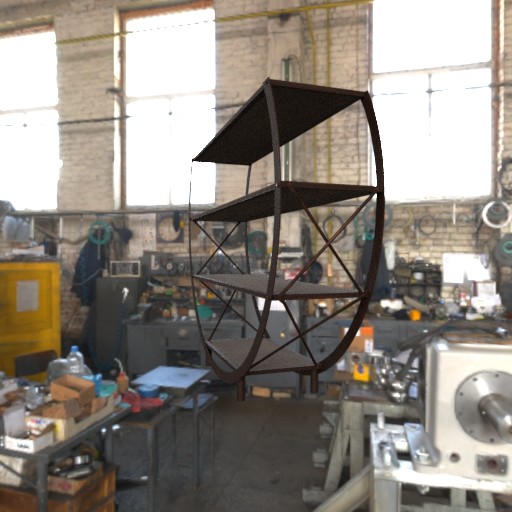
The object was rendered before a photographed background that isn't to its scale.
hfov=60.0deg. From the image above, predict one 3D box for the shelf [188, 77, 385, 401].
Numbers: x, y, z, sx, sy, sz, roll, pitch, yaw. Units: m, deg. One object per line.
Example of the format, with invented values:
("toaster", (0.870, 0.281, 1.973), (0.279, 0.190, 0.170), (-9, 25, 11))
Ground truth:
("shelf", (0.000, 0.000, 1.936), (0.344, 1.063, 1.403), (0, 0, -19))
